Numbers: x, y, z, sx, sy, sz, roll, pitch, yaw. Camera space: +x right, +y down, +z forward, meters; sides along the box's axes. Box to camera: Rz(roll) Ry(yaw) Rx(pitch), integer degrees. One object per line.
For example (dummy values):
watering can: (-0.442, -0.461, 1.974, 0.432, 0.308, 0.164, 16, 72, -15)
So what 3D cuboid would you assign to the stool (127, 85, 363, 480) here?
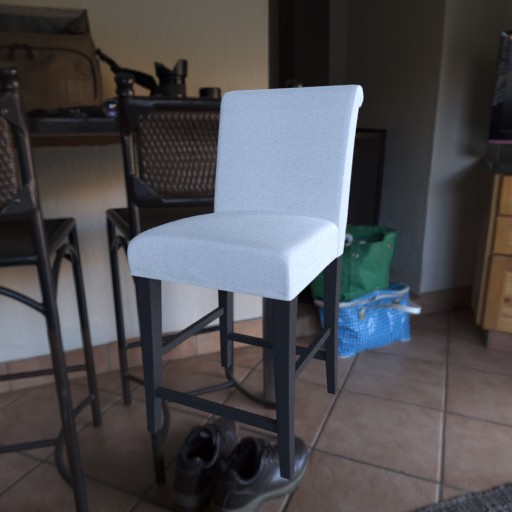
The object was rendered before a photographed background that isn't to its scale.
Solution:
stool: (0.000, 0.000, 1.307, 0.452, 0.976, 0.597, 7, 16, 25)
